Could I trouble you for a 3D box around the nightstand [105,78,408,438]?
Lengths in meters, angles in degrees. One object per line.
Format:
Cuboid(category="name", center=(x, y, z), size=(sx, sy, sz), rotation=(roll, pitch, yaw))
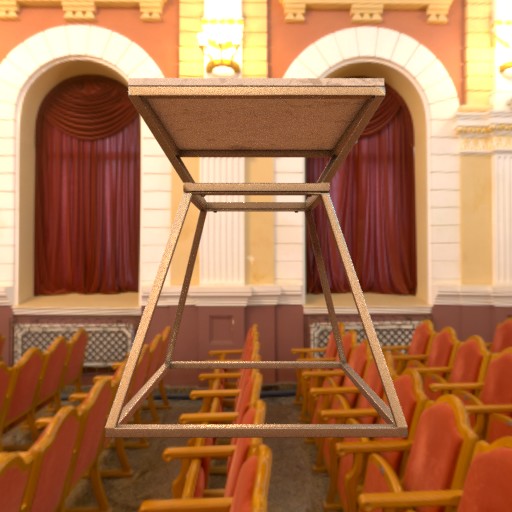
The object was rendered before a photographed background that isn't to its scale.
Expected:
Cuboid(category="nightstand", center=(0.000, 0.000, 0.896), size=(0.455, 0.554, 0.455), rotation=(0, -1, 0))
